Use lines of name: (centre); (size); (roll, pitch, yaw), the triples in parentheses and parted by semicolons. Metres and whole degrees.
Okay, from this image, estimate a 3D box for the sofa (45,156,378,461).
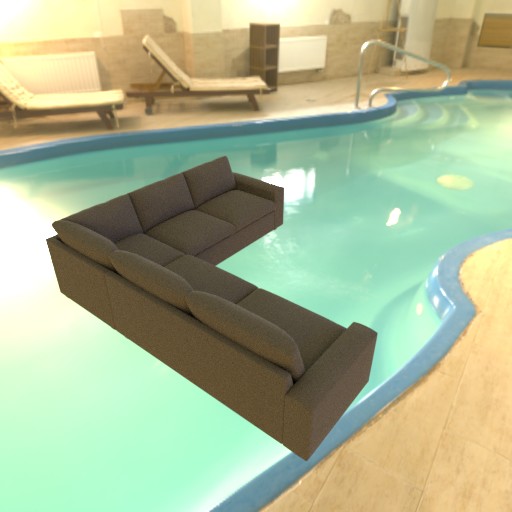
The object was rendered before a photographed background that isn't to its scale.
sofa: (0.000, 0.000, 4.809); (3.277, 0.965, 2.895); (23, 39, 32)
